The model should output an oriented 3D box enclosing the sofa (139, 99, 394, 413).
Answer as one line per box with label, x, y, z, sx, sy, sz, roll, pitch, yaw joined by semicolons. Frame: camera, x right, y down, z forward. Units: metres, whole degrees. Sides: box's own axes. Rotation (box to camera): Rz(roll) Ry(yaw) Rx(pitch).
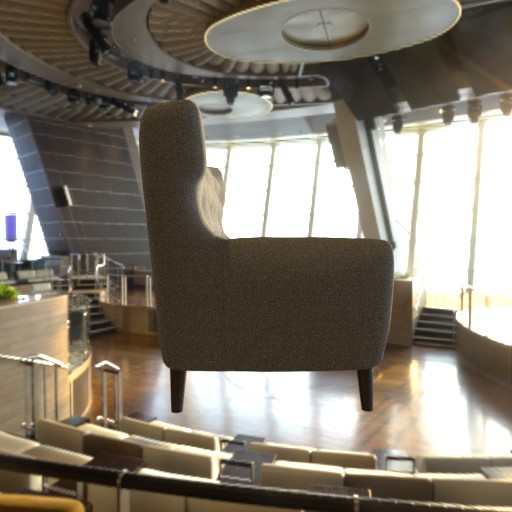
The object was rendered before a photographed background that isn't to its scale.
sofa;0.000;0.000;2.054;0.884;1.028;1.386;0;2;-1
